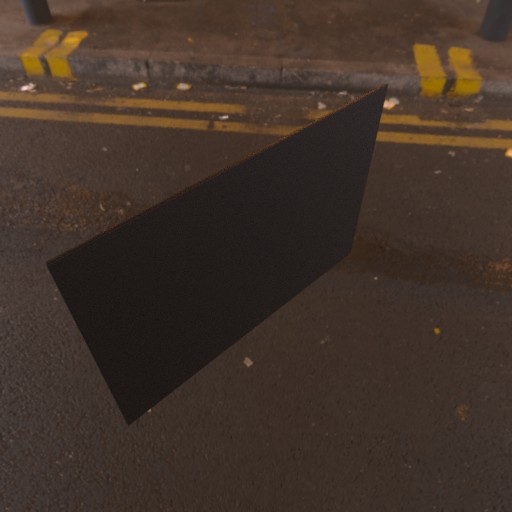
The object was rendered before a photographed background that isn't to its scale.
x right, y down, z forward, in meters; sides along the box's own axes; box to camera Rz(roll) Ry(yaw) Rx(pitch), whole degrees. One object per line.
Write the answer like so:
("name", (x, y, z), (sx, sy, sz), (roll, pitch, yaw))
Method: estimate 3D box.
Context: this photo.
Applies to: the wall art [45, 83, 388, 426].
("wall art", (0.000, 0.000, 1.491), (1.192, 0.811, 0.013), (-34, 55, -28))
